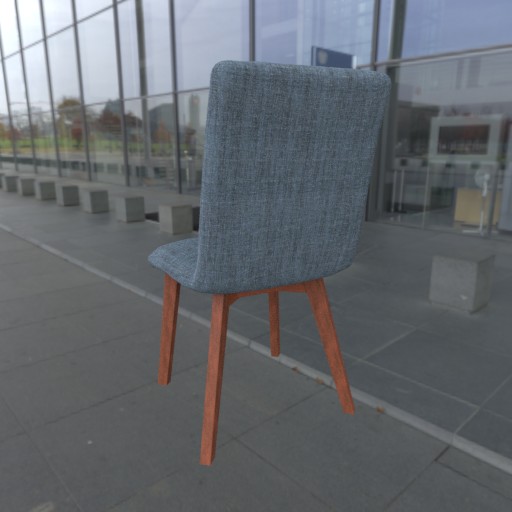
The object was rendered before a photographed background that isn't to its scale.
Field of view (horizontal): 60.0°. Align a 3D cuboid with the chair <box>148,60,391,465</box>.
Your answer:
[{"bbox_3d":[0.000,0.000,1.299,0.522,0.974,0.563,-7,16,-27],"label":"chair"}]
